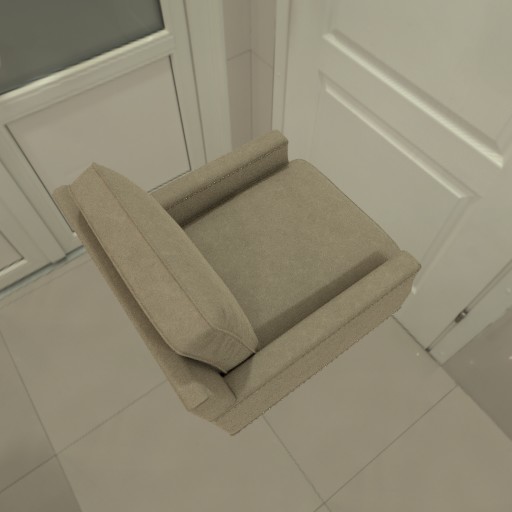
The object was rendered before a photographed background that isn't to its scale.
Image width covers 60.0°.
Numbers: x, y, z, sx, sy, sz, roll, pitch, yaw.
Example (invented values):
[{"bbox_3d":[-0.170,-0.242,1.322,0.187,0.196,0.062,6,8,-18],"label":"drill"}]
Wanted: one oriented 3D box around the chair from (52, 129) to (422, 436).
[{"bbox_3d":[0.000,0.000,1.674,1.014,0.943,0.853,-32,64,-18],"label":"chair"}]
